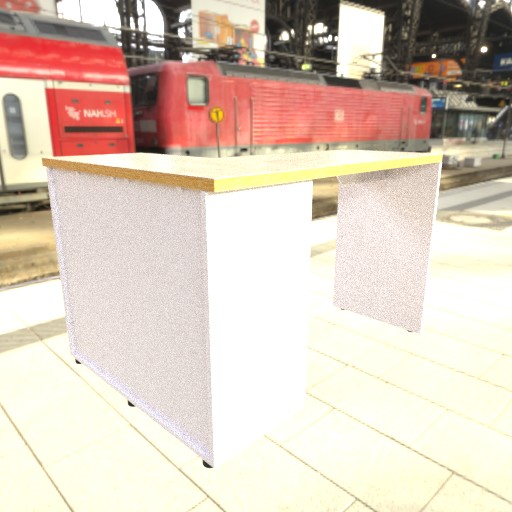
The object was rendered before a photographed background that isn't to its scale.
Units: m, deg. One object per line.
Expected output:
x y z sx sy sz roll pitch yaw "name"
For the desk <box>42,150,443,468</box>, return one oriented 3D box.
0.000 0.000 1.716 0.900 0.760 1.170 15 22 42 "desk"
